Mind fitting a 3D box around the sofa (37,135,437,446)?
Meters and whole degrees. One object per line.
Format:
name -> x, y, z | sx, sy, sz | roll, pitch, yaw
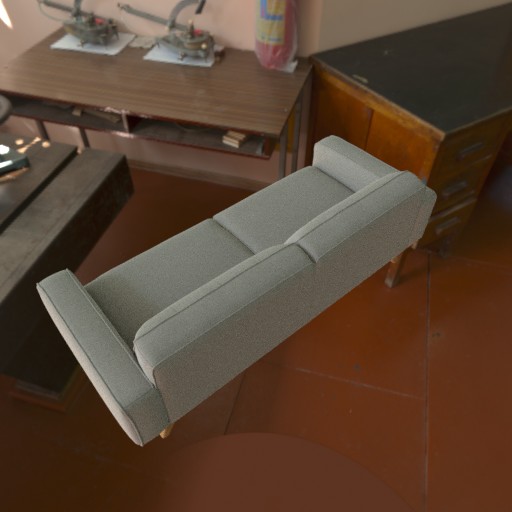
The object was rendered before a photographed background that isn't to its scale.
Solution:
sofa -> 0.000, 0.000, 2.692 | 2.270, 0.781, 0.956 | -31, 54, -26
